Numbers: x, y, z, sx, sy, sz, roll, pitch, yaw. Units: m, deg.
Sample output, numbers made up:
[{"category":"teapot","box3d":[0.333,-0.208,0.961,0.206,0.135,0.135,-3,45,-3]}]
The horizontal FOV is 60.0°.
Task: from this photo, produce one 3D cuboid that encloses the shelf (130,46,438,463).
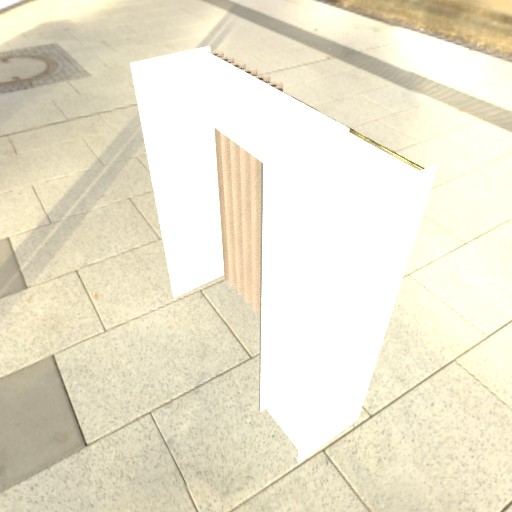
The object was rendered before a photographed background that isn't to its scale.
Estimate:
[{"category":"shelf","box3d":[0.000,0.000,2.568,0.500,1.820,1.600,-25,48,-25]}]
